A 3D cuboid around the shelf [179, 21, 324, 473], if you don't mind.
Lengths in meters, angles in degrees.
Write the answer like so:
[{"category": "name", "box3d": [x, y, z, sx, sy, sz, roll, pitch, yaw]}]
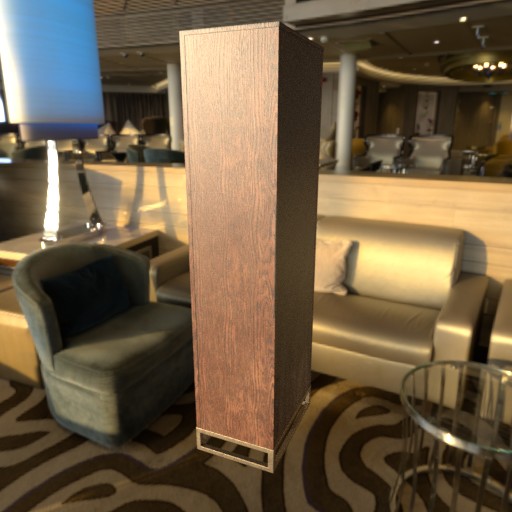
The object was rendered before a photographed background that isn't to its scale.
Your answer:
[{"category": "shelf", "box3d": [0.000, 0.000, 1.951, 0.395, 1.732, 0.539, 7, 18, 23]}]
